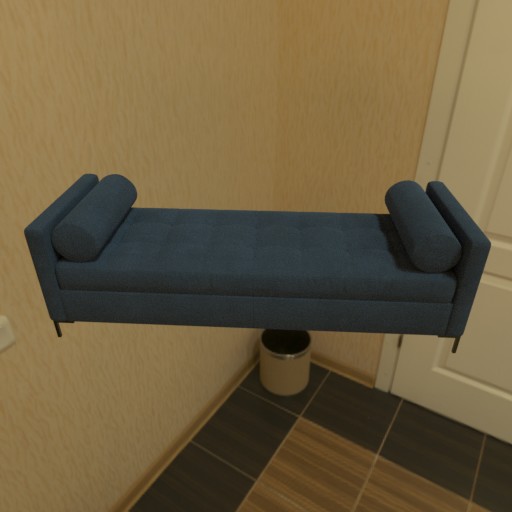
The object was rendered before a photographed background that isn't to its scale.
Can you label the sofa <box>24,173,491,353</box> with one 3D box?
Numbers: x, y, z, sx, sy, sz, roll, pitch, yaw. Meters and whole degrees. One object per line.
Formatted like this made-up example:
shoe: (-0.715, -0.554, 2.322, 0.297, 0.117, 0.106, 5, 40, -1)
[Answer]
sofa: (0.000, 0.000, 2.302, 1.981, 0.635, 0.686, 2, 31, 3)
